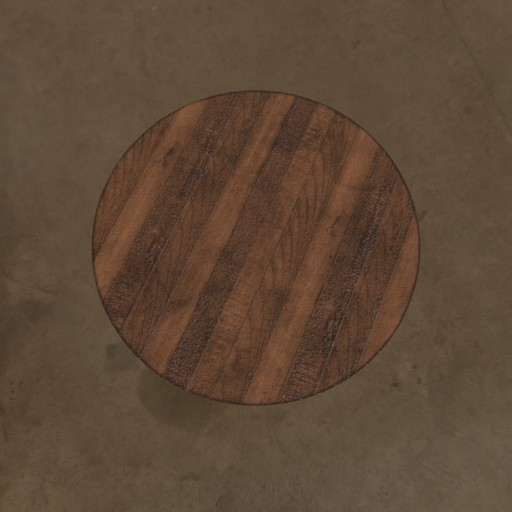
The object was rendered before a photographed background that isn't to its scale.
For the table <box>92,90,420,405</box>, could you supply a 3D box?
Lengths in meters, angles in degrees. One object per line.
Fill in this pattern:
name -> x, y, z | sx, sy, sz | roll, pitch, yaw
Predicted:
table -> 0.000, 0.000, 1.356 | 0.837, 0.462, 0.837 | 0, 75, 0
